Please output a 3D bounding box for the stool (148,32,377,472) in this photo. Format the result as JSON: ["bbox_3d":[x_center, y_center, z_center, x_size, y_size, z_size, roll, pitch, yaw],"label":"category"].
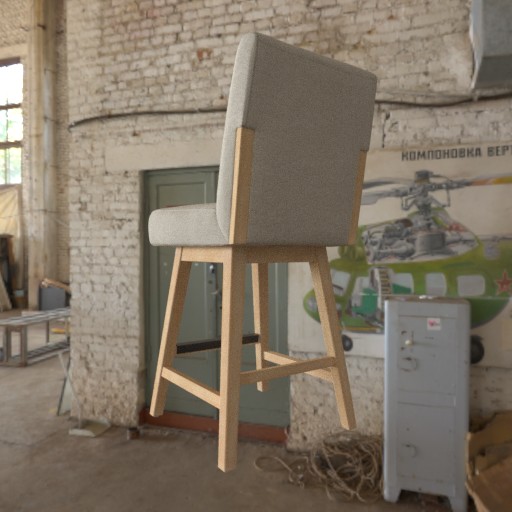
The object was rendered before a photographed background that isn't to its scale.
[{"bbox_3d":[0.000,0.000,1.408,0.507,1.085,0.606,-1,1,-35],"label":"stool"}]
